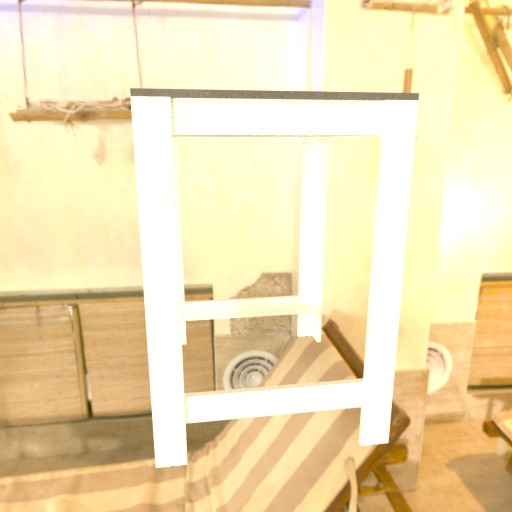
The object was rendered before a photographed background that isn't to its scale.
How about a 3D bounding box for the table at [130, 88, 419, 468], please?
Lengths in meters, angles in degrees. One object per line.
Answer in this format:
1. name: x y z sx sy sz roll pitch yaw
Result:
1. table: 0.000 0.000 1.565 0.700 1.020 0.800 -2 15 -9
